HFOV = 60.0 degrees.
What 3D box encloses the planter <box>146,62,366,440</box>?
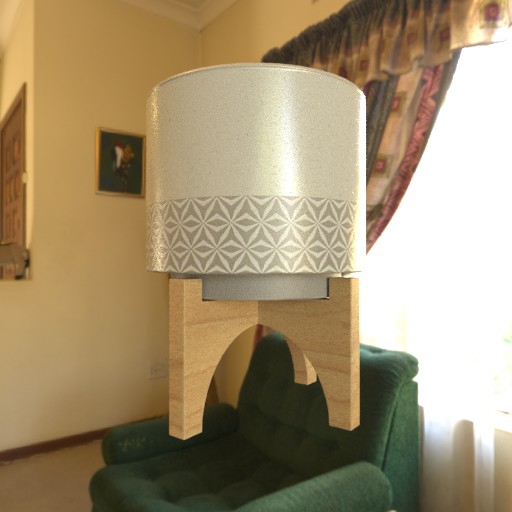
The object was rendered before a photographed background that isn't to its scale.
[{"bbox_3d":[0.000,0.000,0.517,0.249,0.343,0.249,0,0,0],"label":"planter"}]
